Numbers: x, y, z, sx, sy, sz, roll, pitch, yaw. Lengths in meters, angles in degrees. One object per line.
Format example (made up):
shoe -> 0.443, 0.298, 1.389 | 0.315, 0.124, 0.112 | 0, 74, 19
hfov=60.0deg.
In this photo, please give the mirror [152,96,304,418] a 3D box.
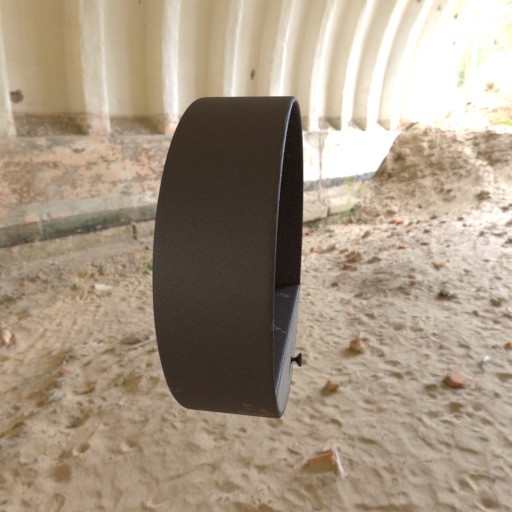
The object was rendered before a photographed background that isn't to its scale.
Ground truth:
mirror -> 0.000, 0.000, 0.570 | 0.126, 0.386, 0.386 | 3, 16, 9
